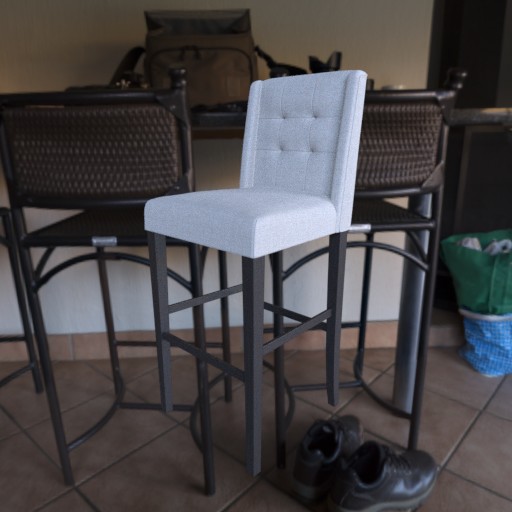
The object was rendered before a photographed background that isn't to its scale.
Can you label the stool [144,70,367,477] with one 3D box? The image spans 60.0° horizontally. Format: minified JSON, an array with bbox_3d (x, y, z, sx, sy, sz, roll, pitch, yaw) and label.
[{"bbox_3d":[0.000,0.000,1.413,0.474,1.116,0.509,15,21,42],"label":"stool"}]
